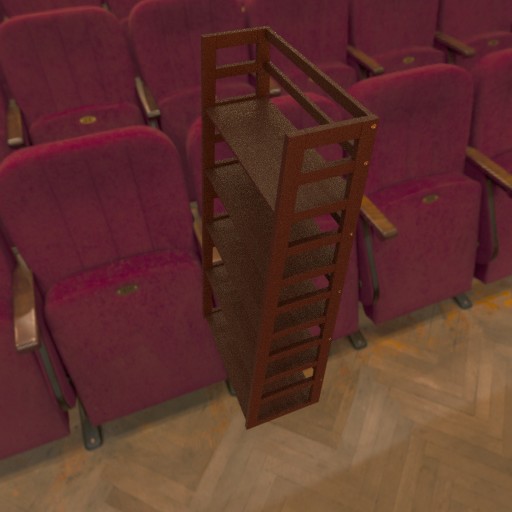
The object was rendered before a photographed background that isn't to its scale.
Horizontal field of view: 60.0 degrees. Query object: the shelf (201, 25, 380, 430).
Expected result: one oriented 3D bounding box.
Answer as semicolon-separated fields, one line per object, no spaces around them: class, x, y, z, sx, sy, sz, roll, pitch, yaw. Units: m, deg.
shelf;0.000;0.000;1.935;0.403;1.600;0.763;-16;47;-15
